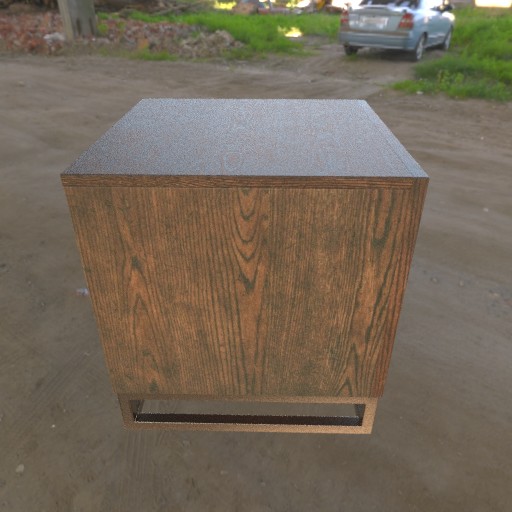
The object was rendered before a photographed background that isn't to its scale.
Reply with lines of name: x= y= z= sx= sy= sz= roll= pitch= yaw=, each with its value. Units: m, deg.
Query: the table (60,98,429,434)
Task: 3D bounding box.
table: x=0.000 y=0.000 z=1.011 sx=0.566 sy=0.582 sz=0.506 roll=1 pitch=31 yaw=1
